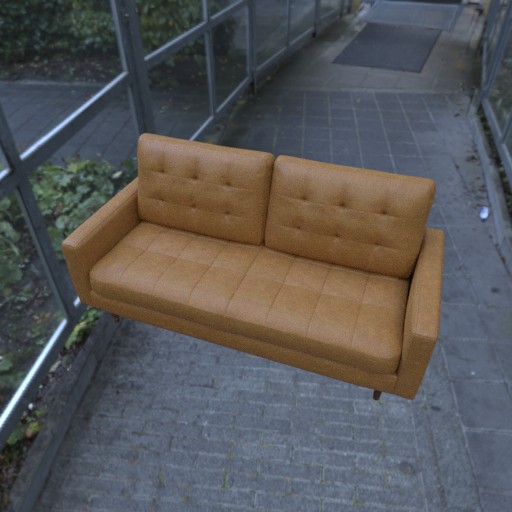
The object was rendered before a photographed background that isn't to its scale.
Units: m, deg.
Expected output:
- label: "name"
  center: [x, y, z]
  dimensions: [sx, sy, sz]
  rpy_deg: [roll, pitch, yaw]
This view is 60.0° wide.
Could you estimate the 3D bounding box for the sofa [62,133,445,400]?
- label: "sofa"
  center: [0.000, 0.000, 2.322]
  dimensions: [1.821, 0.898, 0.850]
  rpy_deg: [13, 41, 15]
